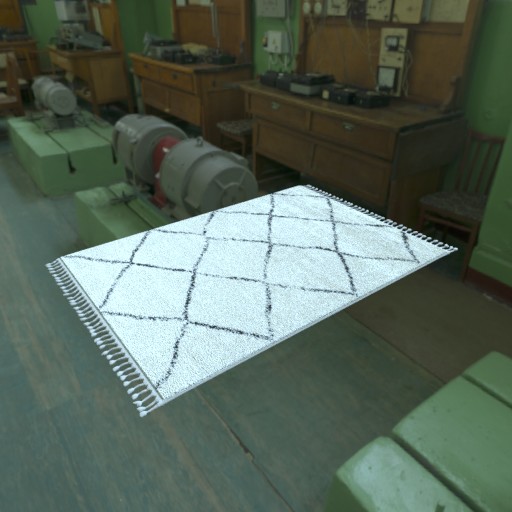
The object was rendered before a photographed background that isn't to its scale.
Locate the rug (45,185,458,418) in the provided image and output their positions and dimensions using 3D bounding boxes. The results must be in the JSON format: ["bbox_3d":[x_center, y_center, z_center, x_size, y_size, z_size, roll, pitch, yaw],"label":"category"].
[{"bbox_3d":[0.000,0.000,2.917,2.307,0.031,1.494,-21,37,-31],"label":"rug"}]
